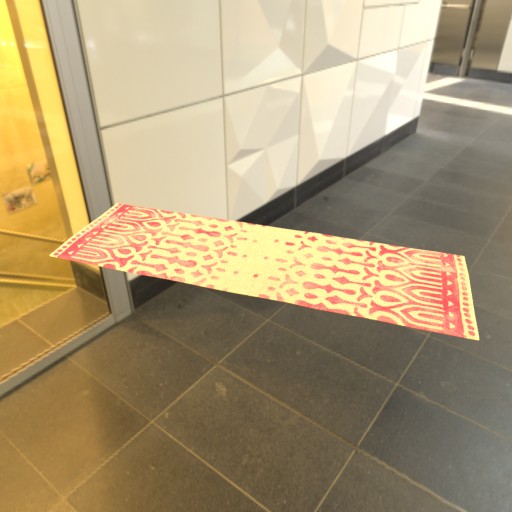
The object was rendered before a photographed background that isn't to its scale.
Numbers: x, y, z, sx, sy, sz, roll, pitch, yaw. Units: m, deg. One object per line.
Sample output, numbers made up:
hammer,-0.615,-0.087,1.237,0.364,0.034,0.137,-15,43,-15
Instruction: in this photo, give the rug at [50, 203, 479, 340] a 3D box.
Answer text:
rug,0.000,0.000,2.717,2.458,0.011,0.787,10,33,15
